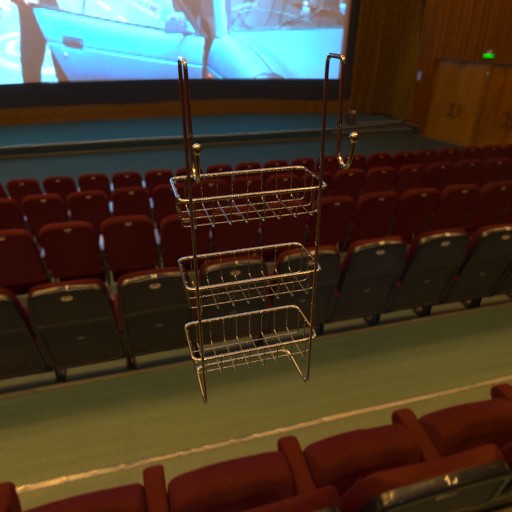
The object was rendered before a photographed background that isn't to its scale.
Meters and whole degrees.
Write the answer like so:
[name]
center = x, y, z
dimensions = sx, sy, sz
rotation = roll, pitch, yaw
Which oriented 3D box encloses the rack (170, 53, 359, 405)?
[rack]
center = 0.000, 0.000, 0.689
dimensions = 0.228, 0.574, 0.202
rotation = -8, 29, -14
